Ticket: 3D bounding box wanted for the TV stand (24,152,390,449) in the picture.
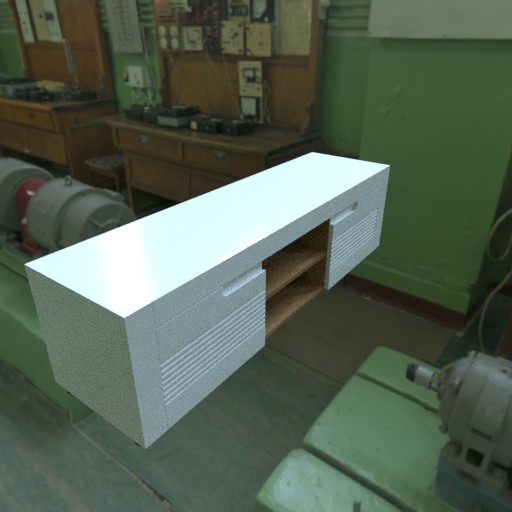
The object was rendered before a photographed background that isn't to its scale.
[{"bbox_3d":[0.000,0.000,1.697,0.410,0.440,1.500,19,32,32],"label":"TV stand"}]
